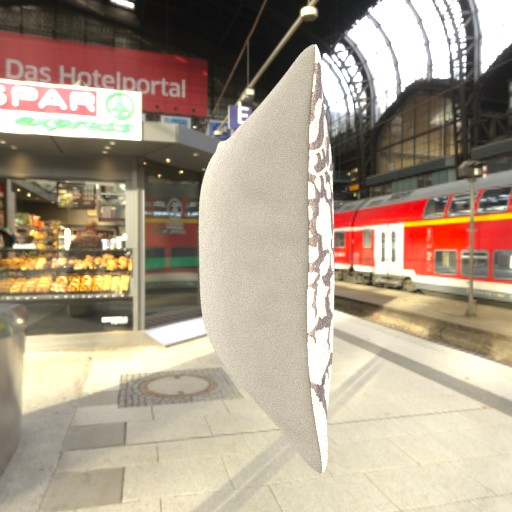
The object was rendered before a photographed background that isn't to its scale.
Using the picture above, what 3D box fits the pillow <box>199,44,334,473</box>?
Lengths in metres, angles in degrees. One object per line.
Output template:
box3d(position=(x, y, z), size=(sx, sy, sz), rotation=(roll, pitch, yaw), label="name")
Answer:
box3d(position=(0.000, 0.000, 0.768), size=(0.166, 0.507, 0.526), rotation=(0, 1, -16), label="pillow")
